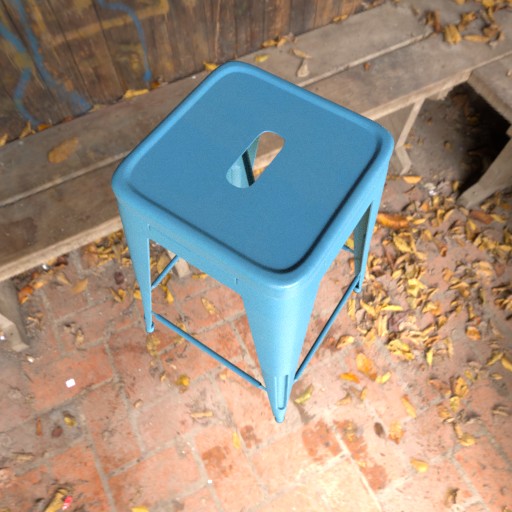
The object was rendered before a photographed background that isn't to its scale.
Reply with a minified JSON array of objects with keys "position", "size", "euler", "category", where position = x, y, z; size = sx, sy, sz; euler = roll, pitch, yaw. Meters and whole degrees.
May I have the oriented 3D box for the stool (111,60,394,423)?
[{"position":[0.000,0.000,0.881],"size":[0.410,0.608,0.410],"euler":[31,67,15],"category":"stool"}]
